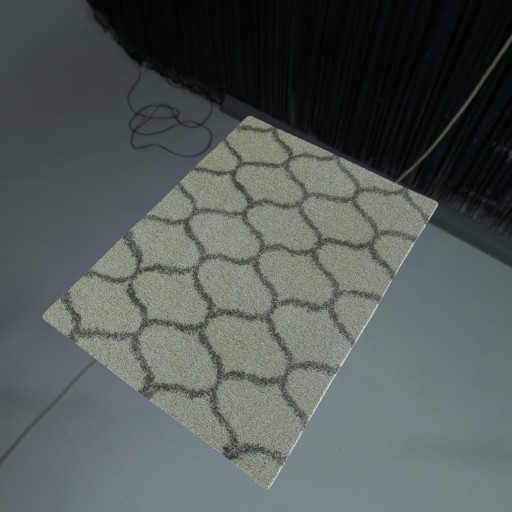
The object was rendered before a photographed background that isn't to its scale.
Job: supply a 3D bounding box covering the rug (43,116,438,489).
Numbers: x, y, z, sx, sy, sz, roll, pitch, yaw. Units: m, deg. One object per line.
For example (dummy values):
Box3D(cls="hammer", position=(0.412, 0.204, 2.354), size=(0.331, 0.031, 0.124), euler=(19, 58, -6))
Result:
Box3D(cls="rug", position=(0.000, 0.000, 2.125), size=(1.200, 0.025, 1.600), euler=(30, 62, 18))
